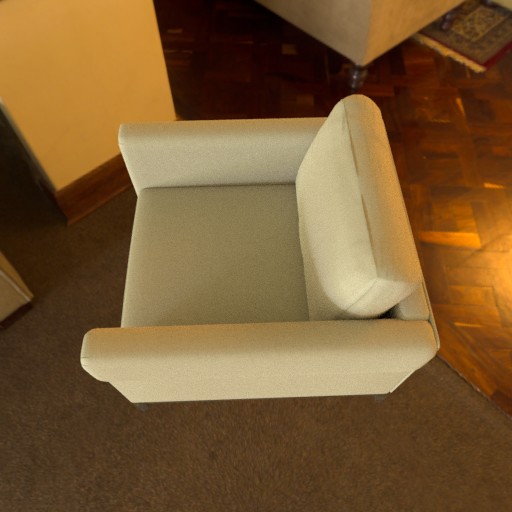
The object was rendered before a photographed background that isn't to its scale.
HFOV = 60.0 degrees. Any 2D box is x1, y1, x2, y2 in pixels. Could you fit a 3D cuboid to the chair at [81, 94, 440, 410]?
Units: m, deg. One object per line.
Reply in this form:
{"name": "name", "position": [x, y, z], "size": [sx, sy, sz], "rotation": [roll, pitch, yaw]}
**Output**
{"name": "chair", "position": [0.000, 0.000, 1.589], "size": [0.959, 0.838, 0.914], "rotation": [-2, 59, -1]}
